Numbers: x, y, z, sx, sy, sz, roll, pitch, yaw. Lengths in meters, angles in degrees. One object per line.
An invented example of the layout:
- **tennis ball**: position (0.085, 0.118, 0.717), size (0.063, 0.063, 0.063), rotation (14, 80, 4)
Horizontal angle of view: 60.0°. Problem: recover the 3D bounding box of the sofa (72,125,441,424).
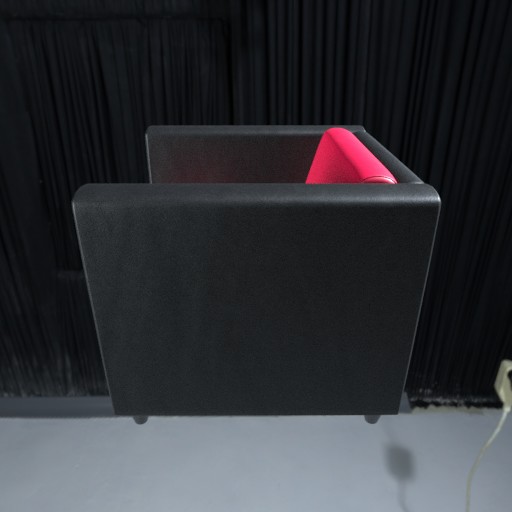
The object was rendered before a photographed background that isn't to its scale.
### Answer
- **sofa**: position (0.000, 0.000, 1.457), size (0.809, 0.724, 0.839), rotation (0, 27, 0)
